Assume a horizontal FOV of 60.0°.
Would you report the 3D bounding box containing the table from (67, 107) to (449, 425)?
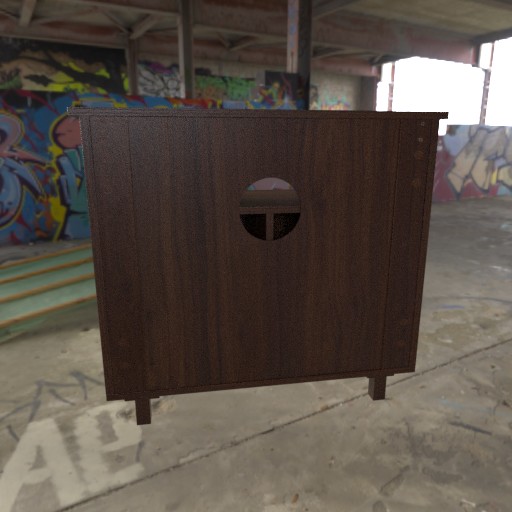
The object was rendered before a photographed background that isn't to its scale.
[{"bbox_3d":[0.000,0.000,1.192,0.802,0.725,0.390,-3,15,-10],"label":"table"}]
